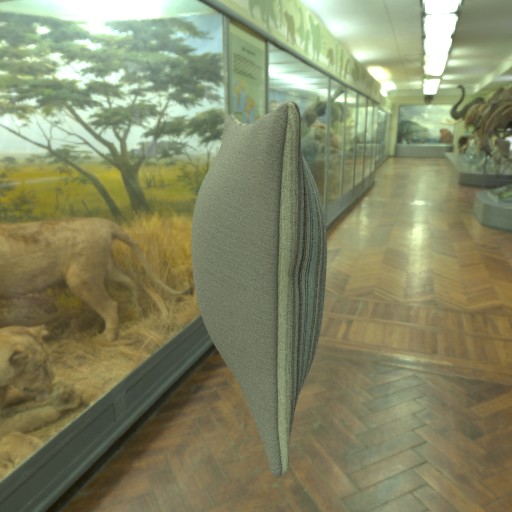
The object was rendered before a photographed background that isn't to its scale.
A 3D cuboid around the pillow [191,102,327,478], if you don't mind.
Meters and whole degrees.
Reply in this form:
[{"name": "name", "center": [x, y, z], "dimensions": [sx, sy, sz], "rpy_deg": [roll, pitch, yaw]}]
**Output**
[{"name": "pillow", "center": [0.000, 0.000, 0.662], "dimensions": [0.189, 0.416, 0.435], "rpy_deg": [-3, 16, -10]}]
